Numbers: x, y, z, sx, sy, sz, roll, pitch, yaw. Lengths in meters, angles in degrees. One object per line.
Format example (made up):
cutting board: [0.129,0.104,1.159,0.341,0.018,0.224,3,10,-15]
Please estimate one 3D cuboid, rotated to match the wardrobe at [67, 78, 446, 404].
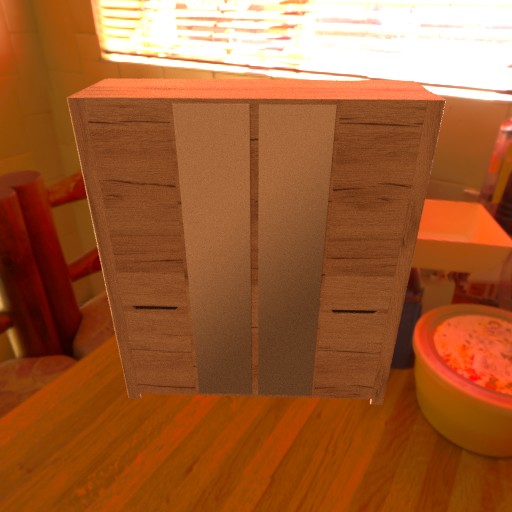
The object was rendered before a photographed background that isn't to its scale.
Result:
wardrobe: [0.000,0.000,2.880,1.810,2.070,0.580,1,30,2]
